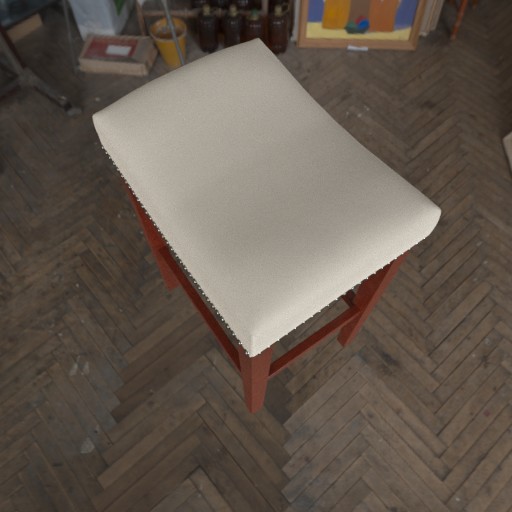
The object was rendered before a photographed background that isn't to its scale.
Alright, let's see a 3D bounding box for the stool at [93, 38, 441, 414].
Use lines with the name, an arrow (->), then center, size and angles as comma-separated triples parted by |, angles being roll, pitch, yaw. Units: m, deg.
stool -> 0.000, 0.000, 1.028 | 0.372, 0.742, 0.504 | -32, 67, -15
